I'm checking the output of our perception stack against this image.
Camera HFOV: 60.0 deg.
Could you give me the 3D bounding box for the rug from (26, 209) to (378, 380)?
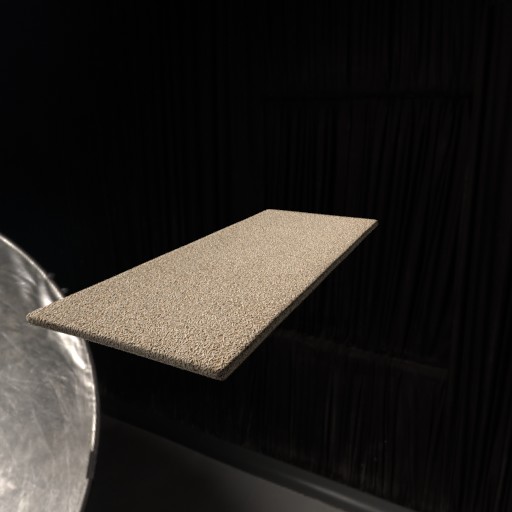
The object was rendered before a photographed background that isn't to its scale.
[{"bbox_3d":[0.000,0.000,1.690,0.609,0.030,1.524,9,20,25],"label":"rug"}]
